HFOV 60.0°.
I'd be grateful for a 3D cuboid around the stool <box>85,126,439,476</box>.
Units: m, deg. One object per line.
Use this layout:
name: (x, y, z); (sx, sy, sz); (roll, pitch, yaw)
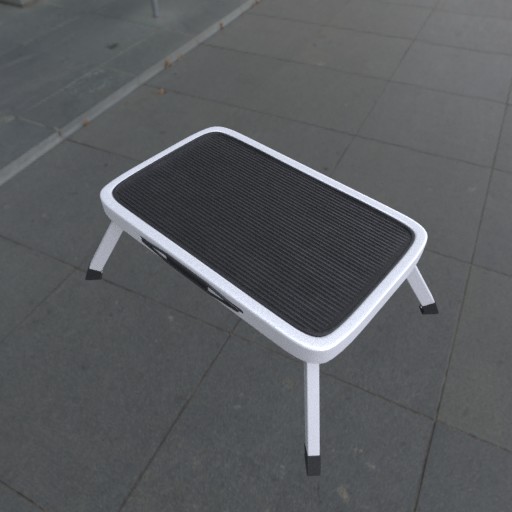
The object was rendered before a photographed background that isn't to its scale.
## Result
stool: (0.000, 0.000, 0.624); (0.460, 0.170, 0.320); (33, 55, 27)
